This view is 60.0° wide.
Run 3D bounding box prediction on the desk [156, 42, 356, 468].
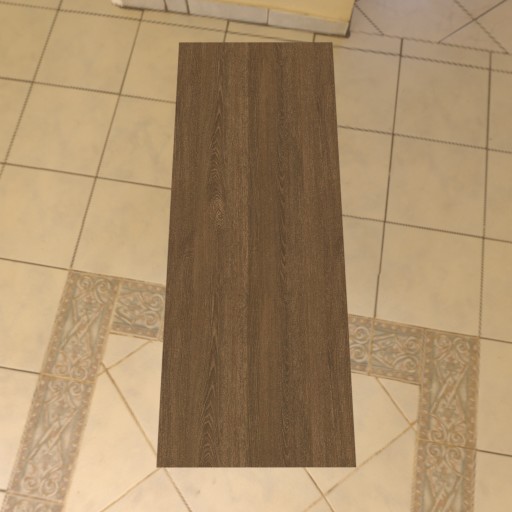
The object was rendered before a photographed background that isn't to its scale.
[{"bbox_3d":[0.000,0.000,1.897,0.600,0.760,1.524,0,75,0],"label":"desk"}]
